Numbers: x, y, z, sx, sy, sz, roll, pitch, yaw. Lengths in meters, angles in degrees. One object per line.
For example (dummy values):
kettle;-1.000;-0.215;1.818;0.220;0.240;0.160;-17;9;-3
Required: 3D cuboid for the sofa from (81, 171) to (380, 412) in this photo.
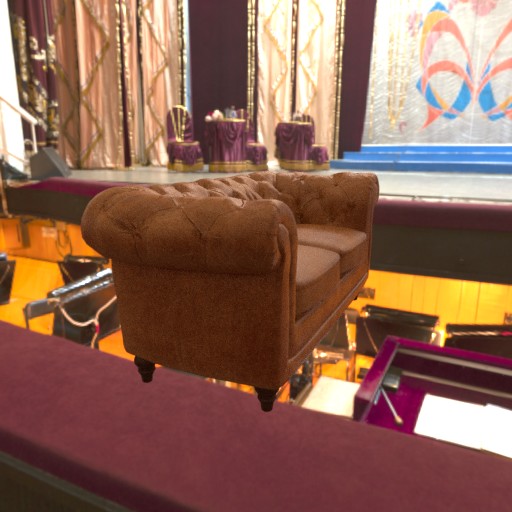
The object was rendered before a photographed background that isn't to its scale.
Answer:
sofa;0.000;0.000;2.519;1.042;0.877;1.979;6;15;25
